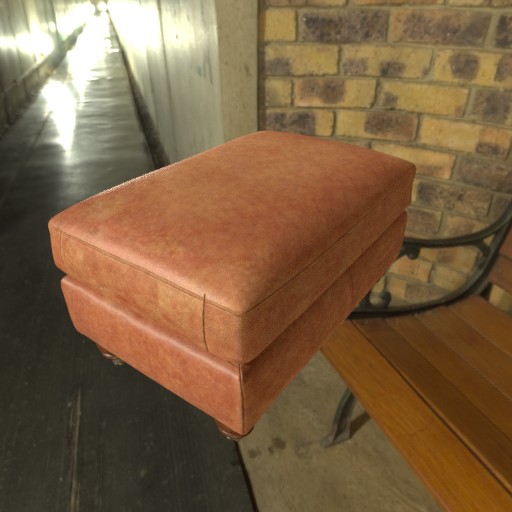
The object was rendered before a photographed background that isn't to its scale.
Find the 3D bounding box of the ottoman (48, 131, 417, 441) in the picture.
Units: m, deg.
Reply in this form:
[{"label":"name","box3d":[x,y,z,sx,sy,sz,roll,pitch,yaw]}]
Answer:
[{"label":"ottoman","box3d":[0.000,0.000,1.192,0.565,0.507,0.852,21,37,30]}]
